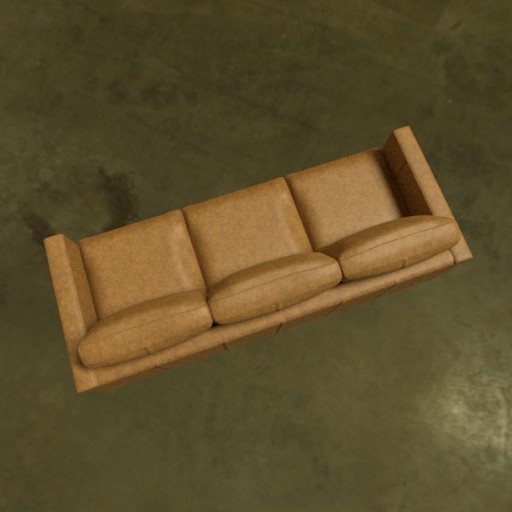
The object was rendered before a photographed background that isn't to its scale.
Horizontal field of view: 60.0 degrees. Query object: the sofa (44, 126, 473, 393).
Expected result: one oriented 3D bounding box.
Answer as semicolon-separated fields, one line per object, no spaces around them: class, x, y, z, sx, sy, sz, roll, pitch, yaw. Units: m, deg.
sofa;0.000;0.000;2.671;2.231;0.930;0.903;-18;75;-5
